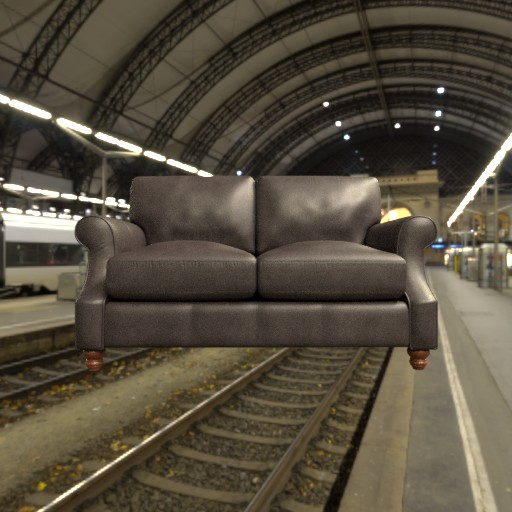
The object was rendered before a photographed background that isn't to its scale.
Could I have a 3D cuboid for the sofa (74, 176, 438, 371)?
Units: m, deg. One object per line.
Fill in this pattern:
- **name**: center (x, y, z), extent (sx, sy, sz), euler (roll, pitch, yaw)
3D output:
- **sofa**: center (0.000, 0.000, 2.357), extent (1.663, 0.979, 1.030), euler (0, 0, 0)
